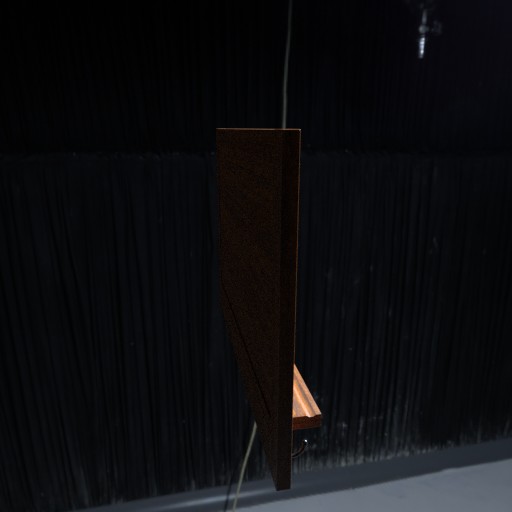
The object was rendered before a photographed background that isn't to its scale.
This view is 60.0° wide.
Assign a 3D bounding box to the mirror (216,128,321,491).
[{"bbox_3d":[0.000,0.000,0.972,0.084,0.537,0.758,-3,16,-11],"label":"mirror"}]
